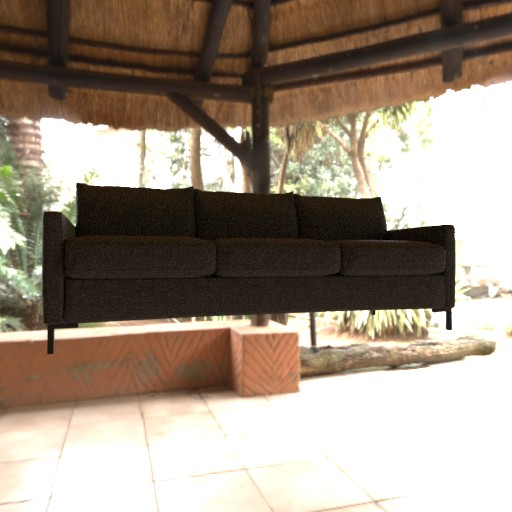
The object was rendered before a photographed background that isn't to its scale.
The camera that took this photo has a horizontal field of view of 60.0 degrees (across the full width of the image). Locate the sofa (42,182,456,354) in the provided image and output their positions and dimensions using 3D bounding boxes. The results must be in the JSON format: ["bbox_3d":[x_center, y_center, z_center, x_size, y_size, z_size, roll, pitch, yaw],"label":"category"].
[{"bbox_3d":[0.000,0.000,2.656,2.253,0.879,0.876,0,-1,-18],"label":"sofa"}]
